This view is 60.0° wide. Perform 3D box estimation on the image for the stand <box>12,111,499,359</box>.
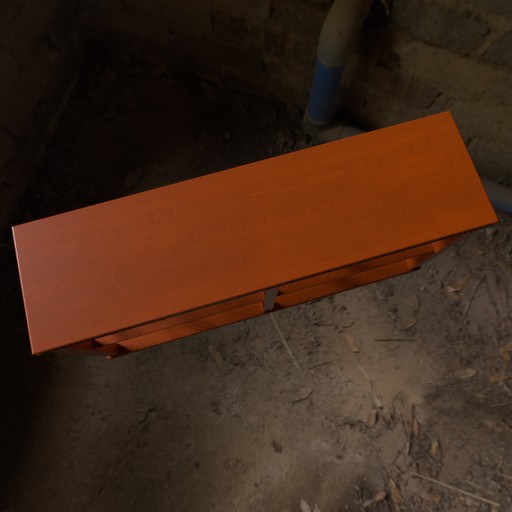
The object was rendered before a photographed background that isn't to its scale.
[{"bbox_3d":[0.000,0.000,1.660,1.372,0.762,0.381,-16,76,-4],"label":"stand"}]
